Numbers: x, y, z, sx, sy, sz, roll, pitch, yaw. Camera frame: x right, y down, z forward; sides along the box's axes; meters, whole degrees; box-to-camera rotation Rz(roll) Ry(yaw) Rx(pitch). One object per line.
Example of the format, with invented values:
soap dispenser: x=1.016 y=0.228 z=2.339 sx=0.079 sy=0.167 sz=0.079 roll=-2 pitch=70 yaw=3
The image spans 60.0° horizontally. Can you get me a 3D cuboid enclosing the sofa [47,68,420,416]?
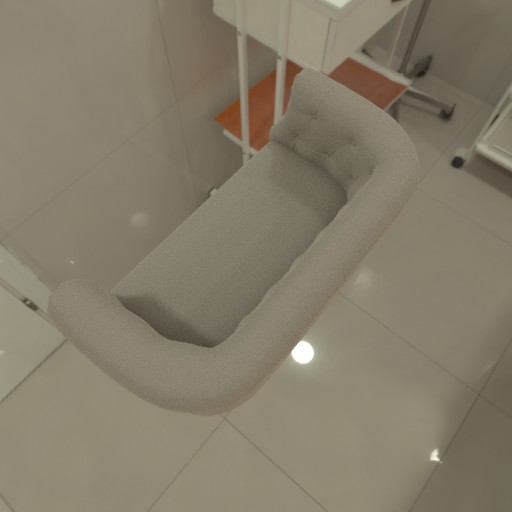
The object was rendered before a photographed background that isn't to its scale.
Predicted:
sofa: x=0.000 y=0.000 z=2.002 sx=0.835 sy=0.827 sz=1.558 roll=37 pitch=69 yaw=17
